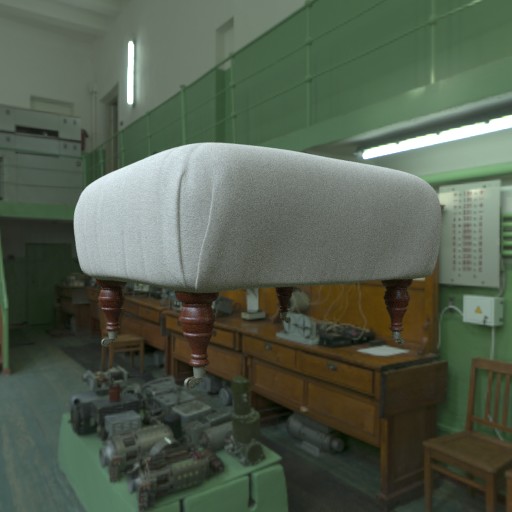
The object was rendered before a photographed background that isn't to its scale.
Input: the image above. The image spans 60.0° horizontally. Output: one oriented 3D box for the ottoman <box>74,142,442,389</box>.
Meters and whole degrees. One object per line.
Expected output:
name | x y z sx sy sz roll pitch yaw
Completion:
ottoman | 0.000 0.000 1.115 0.746 0.450 0.639 0 1 -37
